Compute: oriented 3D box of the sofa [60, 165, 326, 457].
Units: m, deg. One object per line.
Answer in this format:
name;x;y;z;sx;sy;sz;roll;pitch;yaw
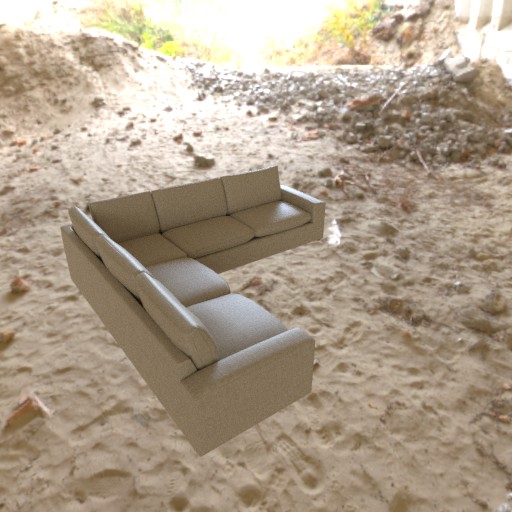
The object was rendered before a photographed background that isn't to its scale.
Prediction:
sofa;0.000;0.000;4.087;2.742;0.800;2.622;-19;32;-32
